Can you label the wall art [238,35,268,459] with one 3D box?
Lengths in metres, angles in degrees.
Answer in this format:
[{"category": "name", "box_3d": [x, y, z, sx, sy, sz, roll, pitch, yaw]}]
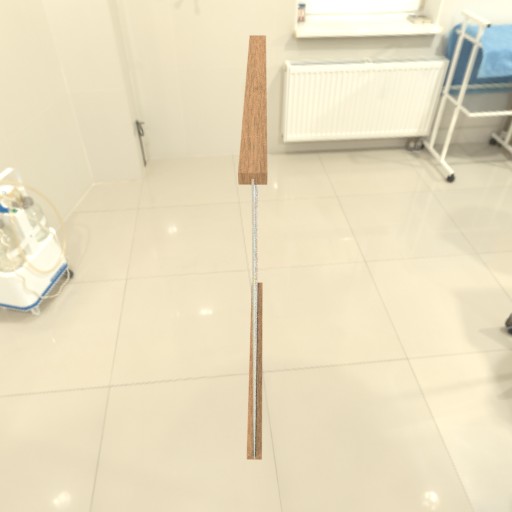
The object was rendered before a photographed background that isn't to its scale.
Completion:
[{"category": "wall art", "box_3d": [0.000, 0.000, 0.792, 0.028, 0.609, 0.456, 1, 41, 1]}]
